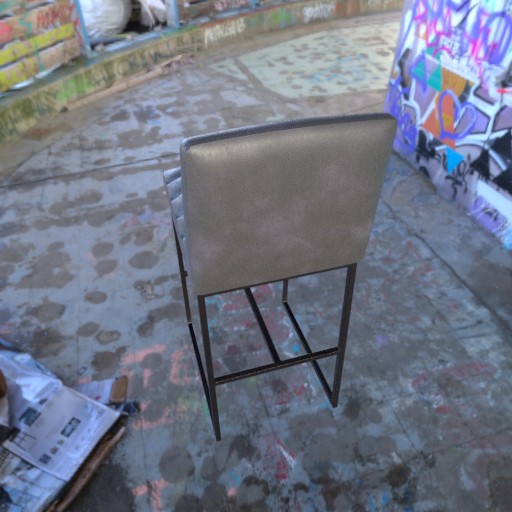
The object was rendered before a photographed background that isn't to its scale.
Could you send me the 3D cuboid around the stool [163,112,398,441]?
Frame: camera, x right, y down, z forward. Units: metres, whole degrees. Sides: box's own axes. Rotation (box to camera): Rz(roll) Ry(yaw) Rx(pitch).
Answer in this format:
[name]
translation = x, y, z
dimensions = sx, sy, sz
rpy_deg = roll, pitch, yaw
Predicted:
[stool]
translation = 0.000, 0.000, 1.369
dimensions = 0.463, 1.065, 0.562
rpy_deg = -11, 41, -13
